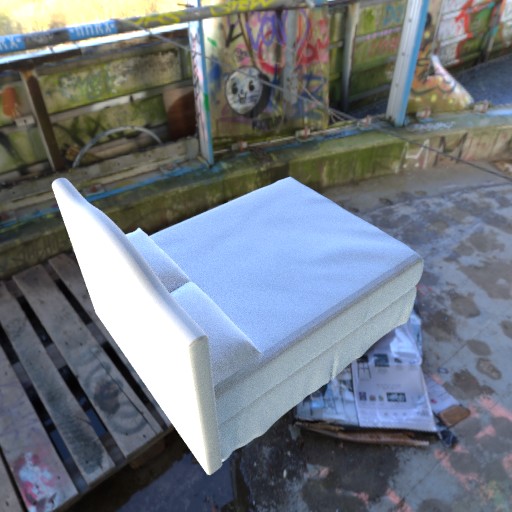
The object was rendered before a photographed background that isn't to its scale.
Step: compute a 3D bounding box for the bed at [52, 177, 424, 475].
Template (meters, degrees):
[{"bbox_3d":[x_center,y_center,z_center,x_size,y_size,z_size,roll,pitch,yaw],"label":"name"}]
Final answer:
[{"bbox_3d":[0.000,0.000,3.348,2.143,1.460,1.753,-27,48,-28],"label":"bed"}]
